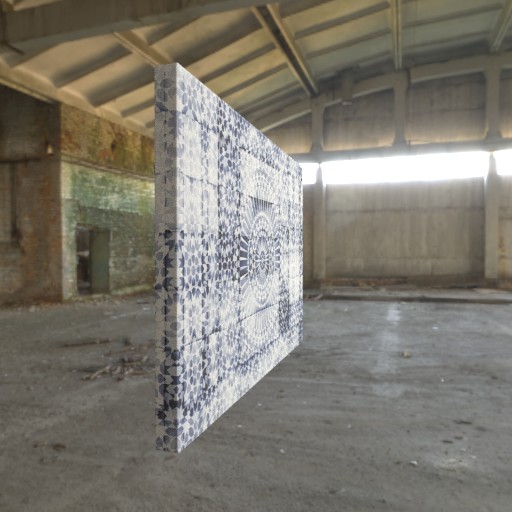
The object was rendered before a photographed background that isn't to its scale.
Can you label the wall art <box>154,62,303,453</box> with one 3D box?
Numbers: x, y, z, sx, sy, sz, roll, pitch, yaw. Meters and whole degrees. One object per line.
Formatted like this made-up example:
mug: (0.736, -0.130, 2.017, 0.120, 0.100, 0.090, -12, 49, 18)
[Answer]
wall art: (0.000, 0.000, 0.750, 0.030, 0.406, 0.608, 0, 1, 18)
